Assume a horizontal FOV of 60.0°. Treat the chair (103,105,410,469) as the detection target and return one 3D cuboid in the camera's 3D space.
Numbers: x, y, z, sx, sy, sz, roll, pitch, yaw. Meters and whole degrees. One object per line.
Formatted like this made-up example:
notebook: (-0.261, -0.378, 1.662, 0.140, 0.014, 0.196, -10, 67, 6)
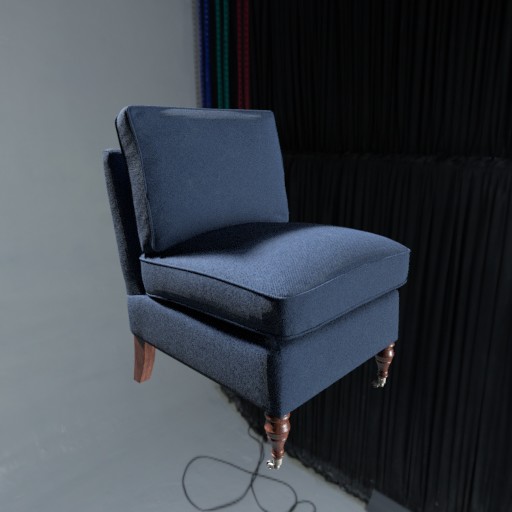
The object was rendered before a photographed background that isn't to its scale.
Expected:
chair: (0.000, 0.000, 1.635, 0.912, 1.052, 0.724, 15, 21, 42)
